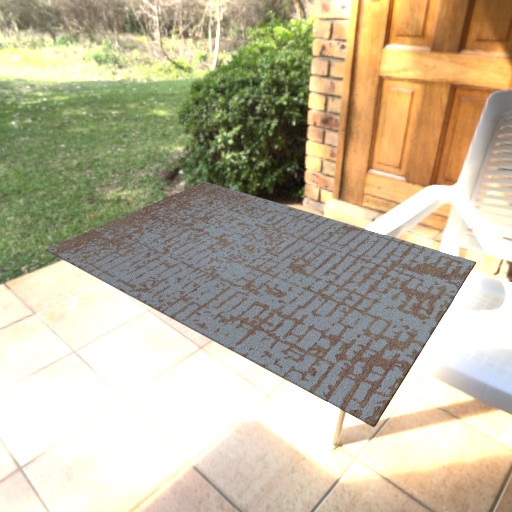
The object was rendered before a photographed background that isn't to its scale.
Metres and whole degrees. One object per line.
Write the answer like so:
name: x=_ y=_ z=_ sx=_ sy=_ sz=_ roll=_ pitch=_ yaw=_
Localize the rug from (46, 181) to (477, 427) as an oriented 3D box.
rug: x=0.000 y=0.000 z=2.254 sx=1.829 sy=0.011 sz=1.219 roll=21 pitch=36 yaw=31
